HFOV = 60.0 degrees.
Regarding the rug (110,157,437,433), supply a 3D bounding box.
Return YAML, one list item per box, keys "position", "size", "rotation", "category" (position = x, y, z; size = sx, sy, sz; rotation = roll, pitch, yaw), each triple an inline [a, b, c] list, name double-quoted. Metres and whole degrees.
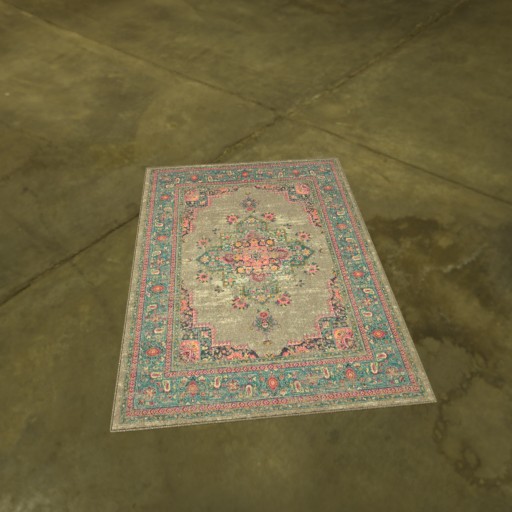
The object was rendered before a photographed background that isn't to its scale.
- position: [0.000, 0.000, 2.927]
  size: [1.609, 0.013, 2.214]
  rotation: [-4, 45, -4]
  category: "rug"
